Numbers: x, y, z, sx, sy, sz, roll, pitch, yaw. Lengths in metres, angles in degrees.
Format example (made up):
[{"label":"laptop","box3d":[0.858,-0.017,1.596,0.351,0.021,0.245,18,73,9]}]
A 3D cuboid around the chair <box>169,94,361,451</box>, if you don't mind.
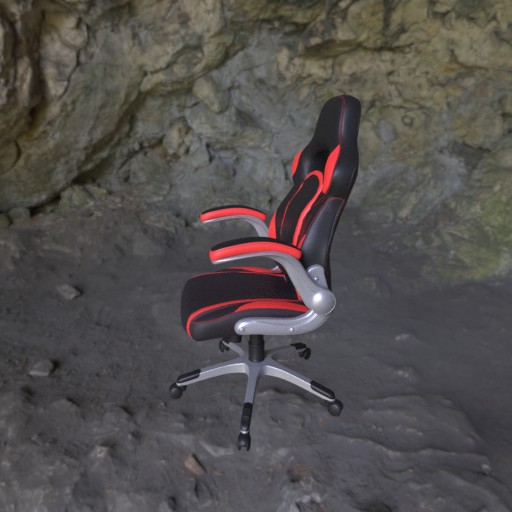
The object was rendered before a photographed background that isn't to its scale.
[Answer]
[{"label":"chair","box3d":[0.000,0.000,1.694,0.712,1.165,0.758,-3,17,-9]}]
